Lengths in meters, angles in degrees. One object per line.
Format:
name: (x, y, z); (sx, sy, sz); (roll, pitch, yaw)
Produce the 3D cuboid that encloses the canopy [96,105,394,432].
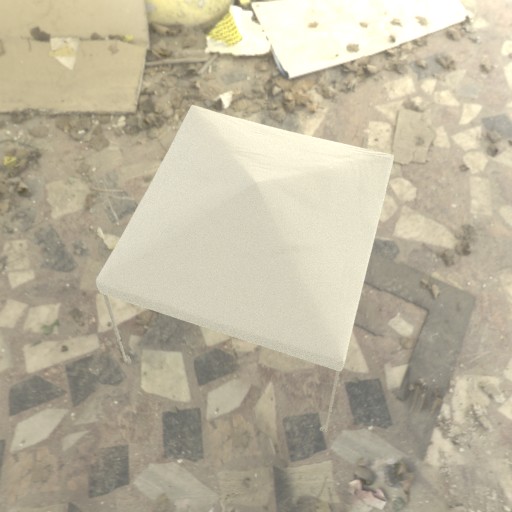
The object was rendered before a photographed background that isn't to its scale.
canopy: (0.000, 0.000, 6.600); (3.600, 3.600, 3.599); (17, 64, 8)
